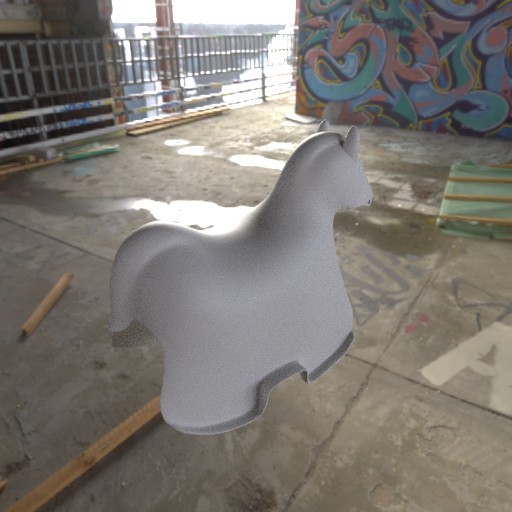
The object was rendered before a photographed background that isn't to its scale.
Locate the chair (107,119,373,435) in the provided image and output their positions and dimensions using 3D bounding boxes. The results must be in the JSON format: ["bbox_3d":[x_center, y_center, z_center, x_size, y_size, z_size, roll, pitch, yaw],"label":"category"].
[{"bbox_3d":[0.000,0.000,1.146,0.800,0.612,0.429,-19,33,-31],"label":"chair"}]
